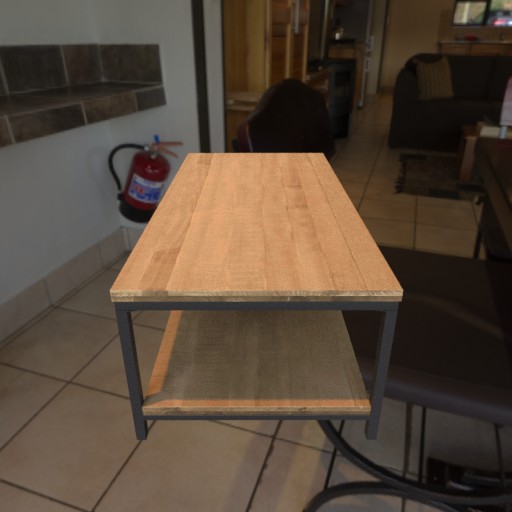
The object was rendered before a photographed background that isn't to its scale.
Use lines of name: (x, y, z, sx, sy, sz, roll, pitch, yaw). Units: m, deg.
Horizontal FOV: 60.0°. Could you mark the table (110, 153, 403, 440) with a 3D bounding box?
table: (0.000, 0.000, 1.413, 0.551, 0.399, 1.100, 0, 26, 0)
